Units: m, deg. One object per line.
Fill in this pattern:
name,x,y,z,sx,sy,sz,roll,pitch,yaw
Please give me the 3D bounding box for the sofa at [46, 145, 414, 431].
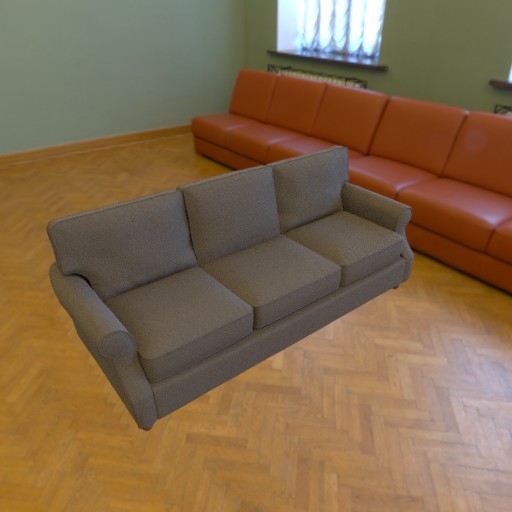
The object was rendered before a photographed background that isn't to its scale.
sofa,0.000,0.000,2.855,2.353,0.948,0.966,-22,36,-32
